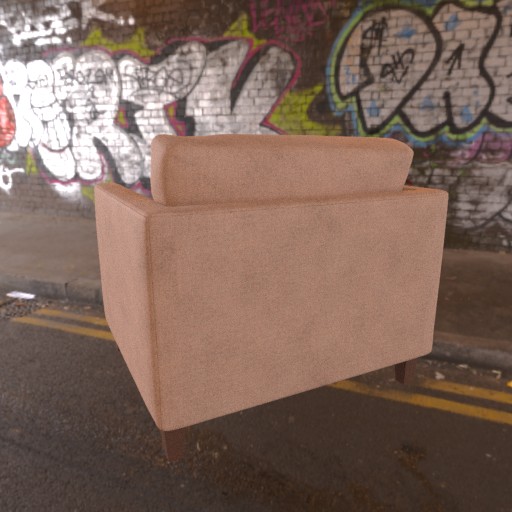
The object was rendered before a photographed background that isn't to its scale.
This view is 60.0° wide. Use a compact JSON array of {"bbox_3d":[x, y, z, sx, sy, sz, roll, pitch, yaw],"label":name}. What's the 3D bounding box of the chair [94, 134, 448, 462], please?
[{"bbox_3d":[0.000,0.000,1.822,1.133,0.961,0.959,-7,16,-26],"label":"chair"}]
